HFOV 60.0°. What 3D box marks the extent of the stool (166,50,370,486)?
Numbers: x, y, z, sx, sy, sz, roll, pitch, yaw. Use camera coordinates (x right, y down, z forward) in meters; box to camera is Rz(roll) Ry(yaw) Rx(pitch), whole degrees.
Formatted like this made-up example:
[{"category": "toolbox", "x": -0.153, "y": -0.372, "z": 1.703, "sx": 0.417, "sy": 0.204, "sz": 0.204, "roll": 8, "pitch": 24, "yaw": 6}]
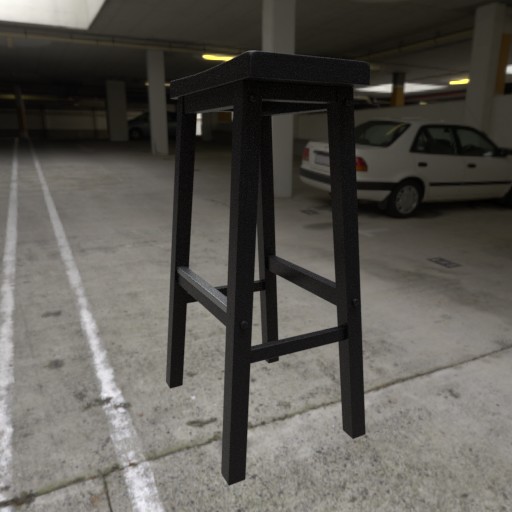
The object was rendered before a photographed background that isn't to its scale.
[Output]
[{"category": "stool", "x": 0.000, "y": 0.000, "z": 0.964, "sx": 0.322, "sy": 0.742, "sz": 0.406, "roll": -7, "pitch": 16, "yaw": -26}]
